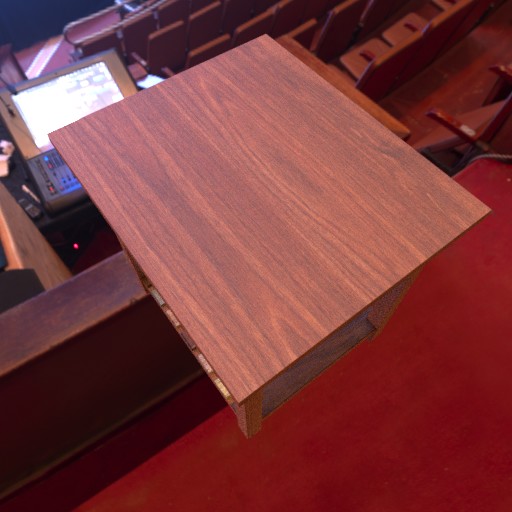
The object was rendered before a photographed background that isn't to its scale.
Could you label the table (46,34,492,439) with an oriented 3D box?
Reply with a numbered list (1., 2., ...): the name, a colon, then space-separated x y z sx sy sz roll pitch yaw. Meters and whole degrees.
1. table: 0.000 0.000 1.114 0.559 0.635 0.660 -33 64 -18
